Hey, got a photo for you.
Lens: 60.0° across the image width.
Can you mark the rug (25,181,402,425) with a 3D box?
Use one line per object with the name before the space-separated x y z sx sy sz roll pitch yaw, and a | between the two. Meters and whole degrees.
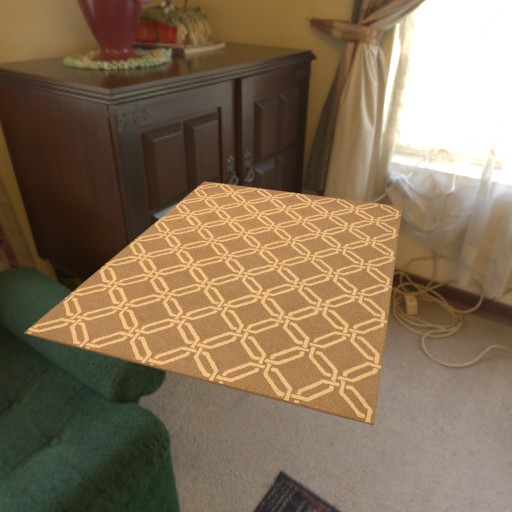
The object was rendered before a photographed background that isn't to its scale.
rug | 0.000 0.000 3.818 2.288 0.018 2.895 10 32 16
